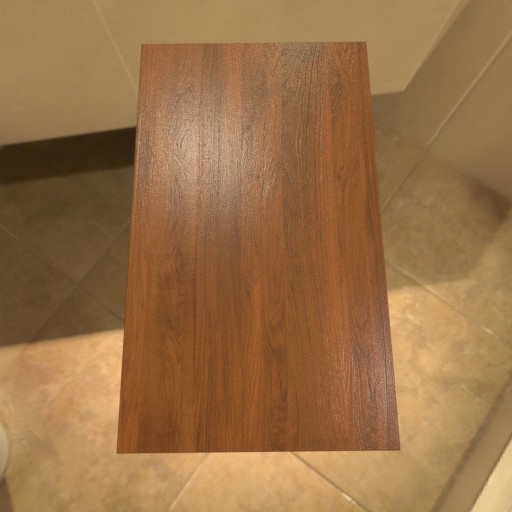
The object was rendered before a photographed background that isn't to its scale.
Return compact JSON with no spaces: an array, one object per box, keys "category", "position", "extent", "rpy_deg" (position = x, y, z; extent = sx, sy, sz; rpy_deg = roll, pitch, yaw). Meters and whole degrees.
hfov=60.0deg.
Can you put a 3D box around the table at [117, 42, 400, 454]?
[{"category":"table","position":[0.000,0.000,1.626],"extent":[0.714,0.760,1.205],"rpy_deg":[-1,76,0]}]
